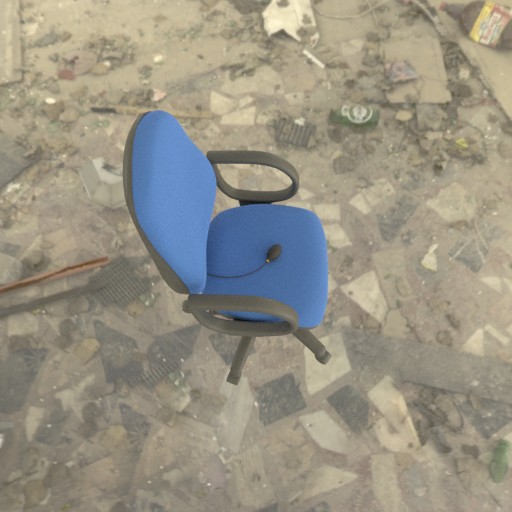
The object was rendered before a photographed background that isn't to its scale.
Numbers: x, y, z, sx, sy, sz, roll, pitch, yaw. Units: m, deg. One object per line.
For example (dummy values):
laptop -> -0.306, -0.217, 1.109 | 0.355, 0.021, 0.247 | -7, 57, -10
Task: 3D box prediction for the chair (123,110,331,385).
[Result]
chair -> 0.000, 0.000, 1.257 | 0.549, 0.905, 0.552 | 3, 62, 1
